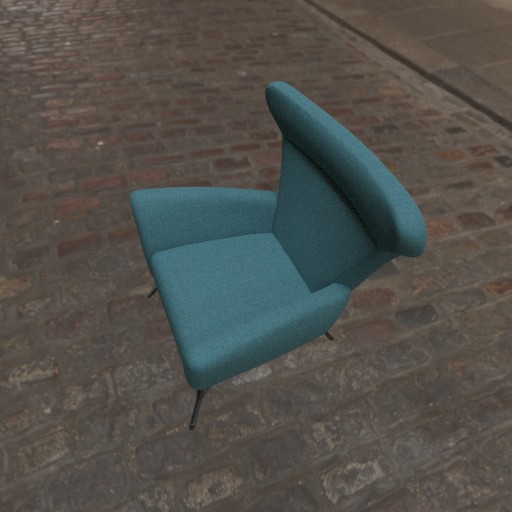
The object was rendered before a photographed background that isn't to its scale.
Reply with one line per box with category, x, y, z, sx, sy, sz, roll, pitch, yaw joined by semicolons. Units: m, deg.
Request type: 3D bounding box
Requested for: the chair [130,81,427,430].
chair;0.000;0.000;1.823;0.900;0.980;1.050;-17;48;-16
